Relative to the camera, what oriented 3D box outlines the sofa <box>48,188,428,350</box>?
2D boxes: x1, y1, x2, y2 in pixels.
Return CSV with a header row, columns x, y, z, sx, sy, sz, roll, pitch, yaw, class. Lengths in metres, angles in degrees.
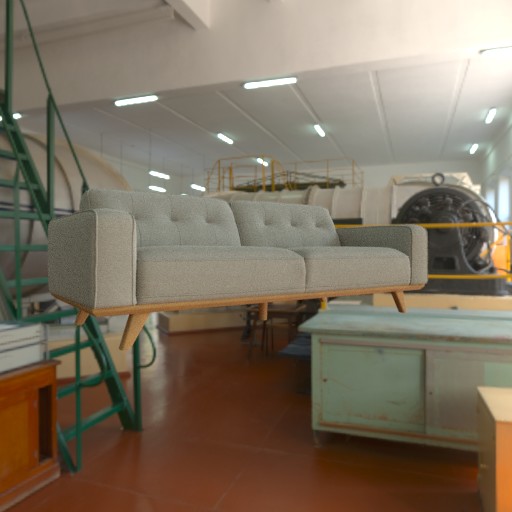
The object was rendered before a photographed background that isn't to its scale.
x,y,z,sx,sy,sz,roll,pitch,yaw,class
0.000,0.000,2.766,2.270,0.781,0.956,-1,1,-36,sofa
